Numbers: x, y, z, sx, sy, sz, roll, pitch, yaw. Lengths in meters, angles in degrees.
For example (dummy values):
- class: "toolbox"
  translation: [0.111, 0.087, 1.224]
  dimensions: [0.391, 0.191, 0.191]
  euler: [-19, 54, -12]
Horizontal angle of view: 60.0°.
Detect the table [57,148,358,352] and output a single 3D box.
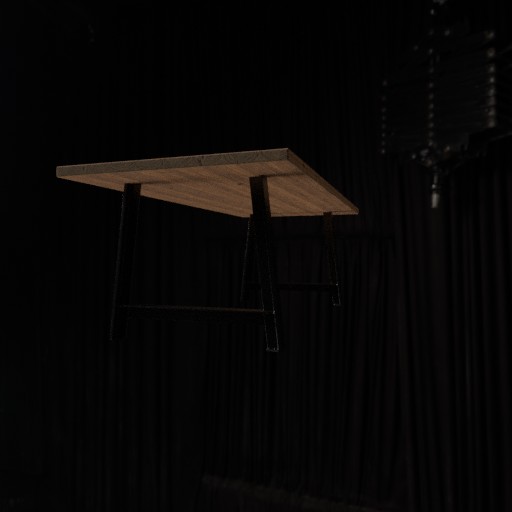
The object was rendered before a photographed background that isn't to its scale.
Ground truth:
- class: "table"
  translation: [0.000, 0.000, 2.723]
  dimensions: [1.000, 0.757, 2.200]
  euler: [0, 0, 19]
